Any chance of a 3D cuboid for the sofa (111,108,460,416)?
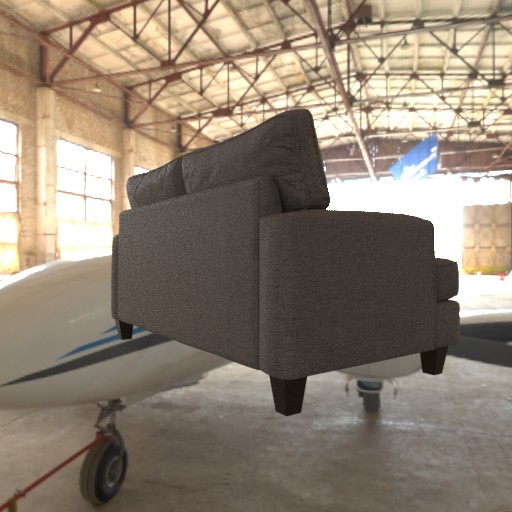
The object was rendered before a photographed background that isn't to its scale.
[{"bbox_3d":[0.000,0.000,2.208,0.965,0.965,1.651,0,0,-35],"label":"sofa"}]
